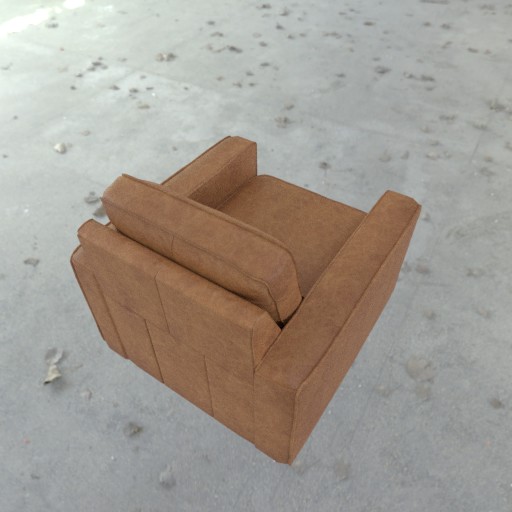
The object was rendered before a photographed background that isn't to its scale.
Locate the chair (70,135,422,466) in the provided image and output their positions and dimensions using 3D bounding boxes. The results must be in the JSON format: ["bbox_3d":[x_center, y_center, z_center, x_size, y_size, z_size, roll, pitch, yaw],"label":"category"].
[{"bbox_3d":[0.000,0.000,1.737,0.987,0.901,1.027,23,50,21],"label":"chair"}]
